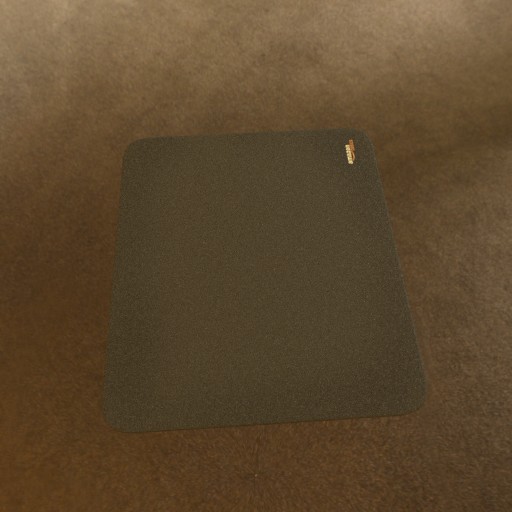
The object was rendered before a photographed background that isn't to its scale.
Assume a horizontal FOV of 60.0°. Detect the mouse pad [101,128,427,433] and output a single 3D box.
[{"bbox_3d":[0.000,0.000,0.319,0.203,0.003,0.229,-3,64,-2],"label":"mouse pad"}]
